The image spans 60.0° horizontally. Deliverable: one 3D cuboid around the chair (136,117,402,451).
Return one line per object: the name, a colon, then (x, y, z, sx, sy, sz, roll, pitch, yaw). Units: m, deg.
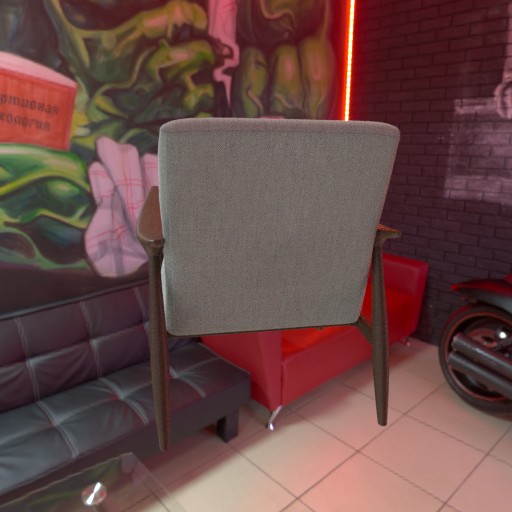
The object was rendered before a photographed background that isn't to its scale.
chair: (0.000, 0.000, 1.447, 0.741, 0.832, 0.798, -3, 15, -9)
